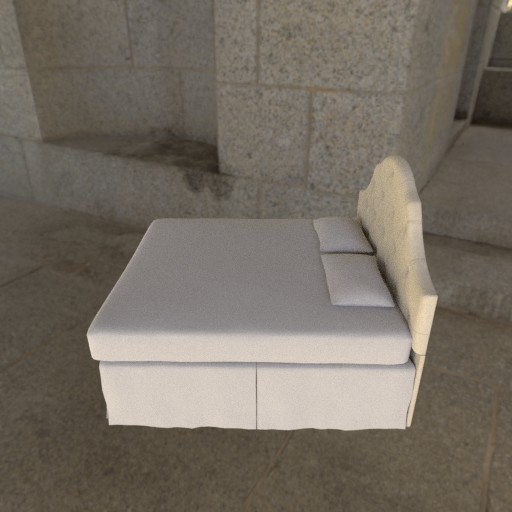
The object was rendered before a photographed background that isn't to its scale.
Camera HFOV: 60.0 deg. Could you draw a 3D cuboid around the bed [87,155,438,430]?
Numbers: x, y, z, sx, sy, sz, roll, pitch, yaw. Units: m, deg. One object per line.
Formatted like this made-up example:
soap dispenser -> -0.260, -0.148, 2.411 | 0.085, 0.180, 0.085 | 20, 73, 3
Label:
bed -> 0.000, 0.000, 3.472 | 2.086, 1.555, 2.012 | 0, 27, 1
